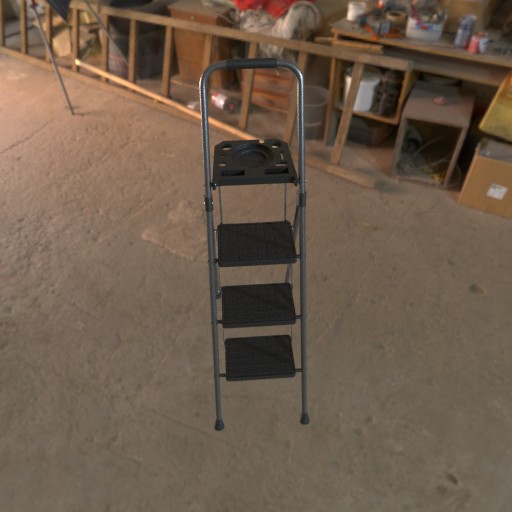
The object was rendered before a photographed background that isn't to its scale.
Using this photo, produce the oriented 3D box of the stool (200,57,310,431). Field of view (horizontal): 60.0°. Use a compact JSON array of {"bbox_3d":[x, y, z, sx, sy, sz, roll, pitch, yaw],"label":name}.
[{"bbox_3d":[0.000,0.000,1.613,0.396,1.277,0.733,-3,46,-3],"label":"stool"}]
